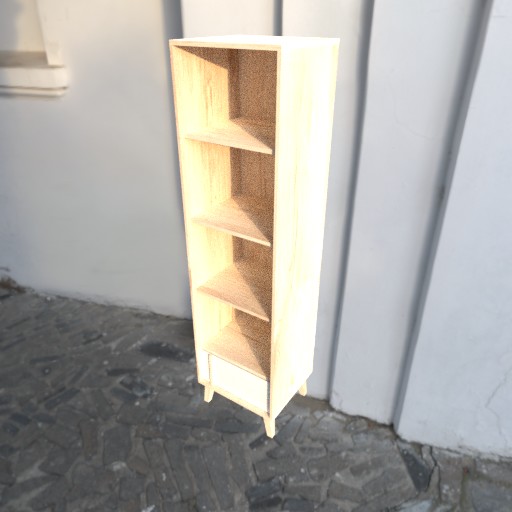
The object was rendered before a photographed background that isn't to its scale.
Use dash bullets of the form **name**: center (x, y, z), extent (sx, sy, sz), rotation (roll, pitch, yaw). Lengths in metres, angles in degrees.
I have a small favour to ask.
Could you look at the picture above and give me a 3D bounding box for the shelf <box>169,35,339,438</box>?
- **shelf**: center (0.000, 0.000, 2.227), extent (0.510, 1.960, 0.450), rotation (18, 34, 29)
